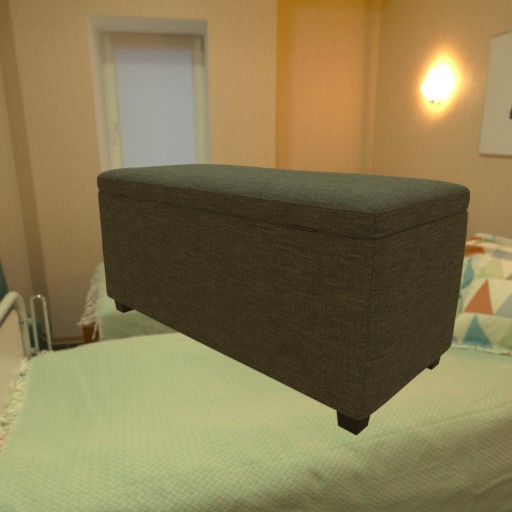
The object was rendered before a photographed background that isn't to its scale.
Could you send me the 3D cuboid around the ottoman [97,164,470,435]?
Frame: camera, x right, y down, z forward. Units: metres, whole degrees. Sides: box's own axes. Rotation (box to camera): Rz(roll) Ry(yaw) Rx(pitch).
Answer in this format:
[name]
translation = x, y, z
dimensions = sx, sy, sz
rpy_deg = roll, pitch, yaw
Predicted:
[ottoman]
translation = 0.000, 0.000, 1.135
dimensions = 0.902, 0.432, 0.419
rpy_deg = 14, 21, 42
